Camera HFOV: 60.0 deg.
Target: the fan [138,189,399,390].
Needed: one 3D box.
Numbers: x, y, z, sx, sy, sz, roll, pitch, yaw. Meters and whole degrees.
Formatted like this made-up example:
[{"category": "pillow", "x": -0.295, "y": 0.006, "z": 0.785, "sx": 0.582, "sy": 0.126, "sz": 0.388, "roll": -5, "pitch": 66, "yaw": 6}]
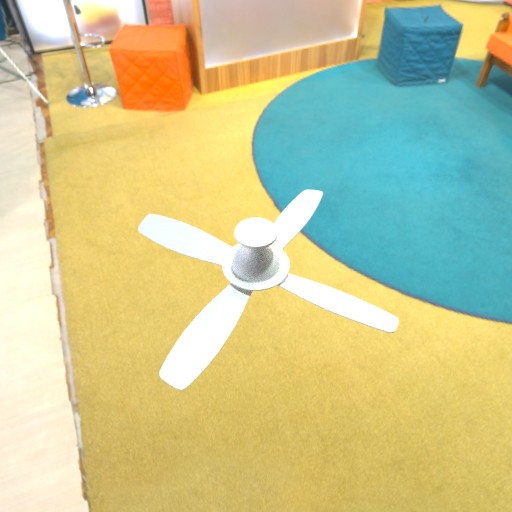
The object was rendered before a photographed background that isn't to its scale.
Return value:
[{"category": "fan", "x": 0.000, "y": 0.000, "z": 2.531, "sx": 1.694, "sy": 0.382, "sz": 1.693, "roll": 22, "pitch": 50, "yaw": 20}]
